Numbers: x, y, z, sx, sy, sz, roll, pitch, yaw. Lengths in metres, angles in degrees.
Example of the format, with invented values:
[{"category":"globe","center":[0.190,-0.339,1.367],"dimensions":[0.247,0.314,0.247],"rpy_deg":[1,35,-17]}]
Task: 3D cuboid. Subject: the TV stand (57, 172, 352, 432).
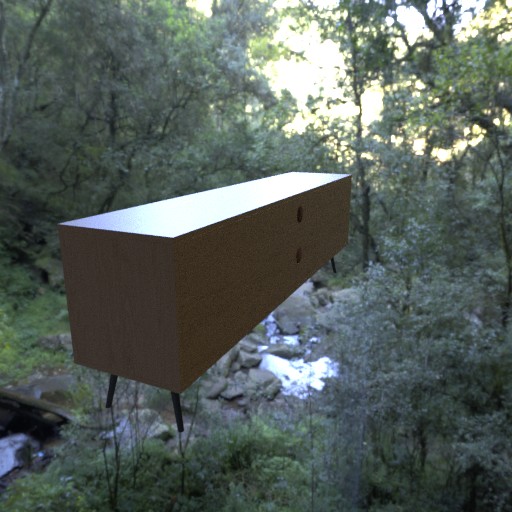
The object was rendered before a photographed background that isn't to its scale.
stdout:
[{"category":"TV stand","center":[0.000,0.000,1.953],"dimensions":[0.400,0.580,1.760],"rpy_deg":[7,17,24]}]
